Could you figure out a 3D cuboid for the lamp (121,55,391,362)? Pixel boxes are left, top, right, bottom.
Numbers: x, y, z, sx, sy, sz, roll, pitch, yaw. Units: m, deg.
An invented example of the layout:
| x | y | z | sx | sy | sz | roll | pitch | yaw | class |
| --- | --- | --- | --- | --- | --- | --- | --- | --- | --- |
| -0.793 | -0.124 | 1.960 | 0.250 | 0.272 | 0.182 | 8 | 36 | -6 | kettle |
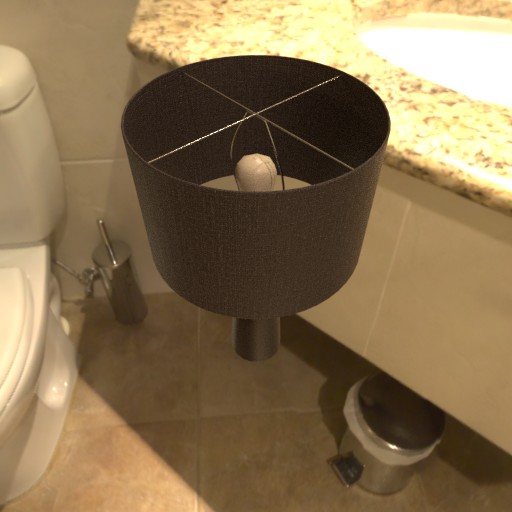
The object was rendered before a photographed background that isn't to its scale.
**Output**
| x | y | z | sx | sy | sz | roll | pitch | yaw | class |
| --- | --- | --- | --- | --- | --- | --- | --- | --- | --- |
| 0.000 | 0.000 | 0.684 | 0.303 | 0.488 | 0.303 | 0 | 47 | 0 | lamp |
